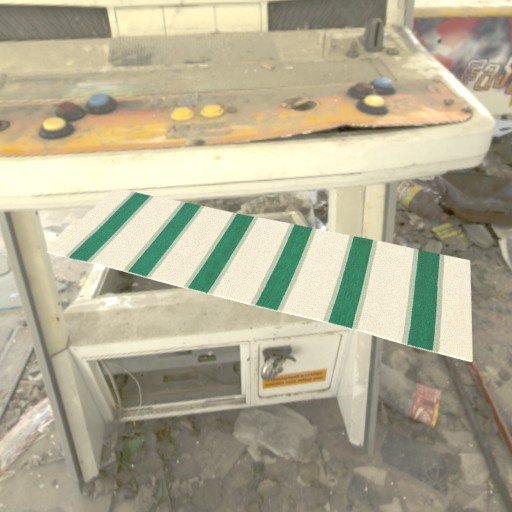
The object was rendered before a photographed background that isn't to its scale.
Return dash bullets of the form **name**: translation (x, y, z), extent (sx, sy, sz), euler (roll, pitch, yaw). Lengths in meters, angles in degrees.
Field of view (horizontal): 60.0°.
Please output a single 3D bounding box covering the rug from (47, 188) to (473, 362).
- **rug**: translation (0.000, 0.000, 2.675), extent (2.438, 0.012, 0.768), euler (13, 43, 14)
